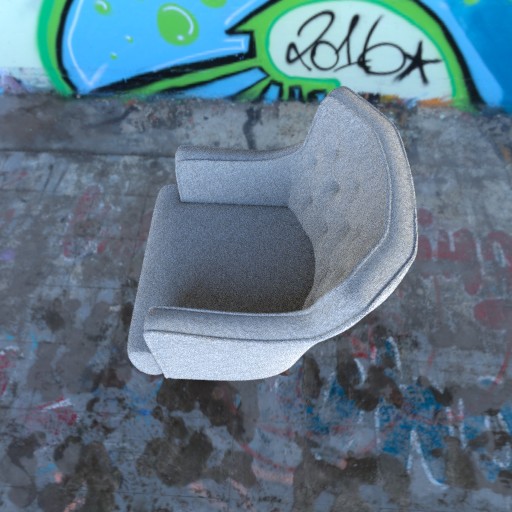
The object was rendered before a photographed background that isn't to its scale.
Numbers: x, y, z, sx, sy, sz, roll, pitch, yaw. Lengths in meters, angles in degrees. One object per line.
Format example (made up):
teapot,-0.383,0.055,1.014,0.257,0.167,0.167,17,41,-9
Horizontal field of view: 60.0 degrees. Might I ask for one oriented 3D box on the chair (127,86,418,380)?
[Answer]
chair,0.000,0.000,1.679,0.910,0.920,0.820,2,59,1
